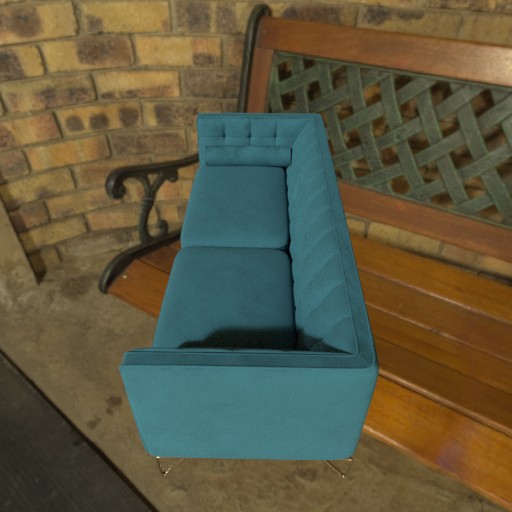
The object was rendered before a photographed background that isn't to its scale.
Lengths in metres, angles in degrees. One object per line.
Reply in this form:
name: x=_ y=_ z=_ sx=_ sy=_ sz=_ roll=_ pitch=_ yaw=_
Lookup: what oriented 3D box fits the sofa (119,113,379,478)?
sofa: x=0.000 y=0.000 z=2.434 sx=0.867 sy=0.789 sz=2.087 roll=1 pitch=40 yaw=1
